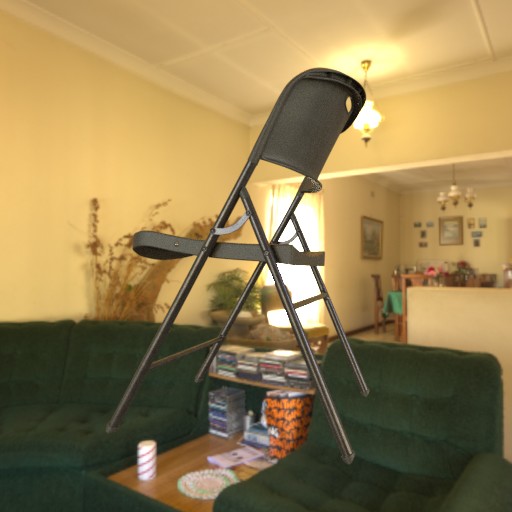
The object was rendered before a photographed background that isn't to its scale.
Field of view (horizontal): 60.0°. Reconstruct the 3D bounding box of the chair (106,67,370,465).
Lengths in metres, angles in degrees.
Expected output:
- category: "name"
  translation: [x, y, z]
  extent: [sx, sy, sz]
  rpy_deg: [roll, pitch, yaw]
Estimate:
- category: "chair"
  translation: [0.000, 0.000, 1.163]
  extent: [0.566, 0.810, 0.494]
  rpy_deg: [0, -2, 18]
